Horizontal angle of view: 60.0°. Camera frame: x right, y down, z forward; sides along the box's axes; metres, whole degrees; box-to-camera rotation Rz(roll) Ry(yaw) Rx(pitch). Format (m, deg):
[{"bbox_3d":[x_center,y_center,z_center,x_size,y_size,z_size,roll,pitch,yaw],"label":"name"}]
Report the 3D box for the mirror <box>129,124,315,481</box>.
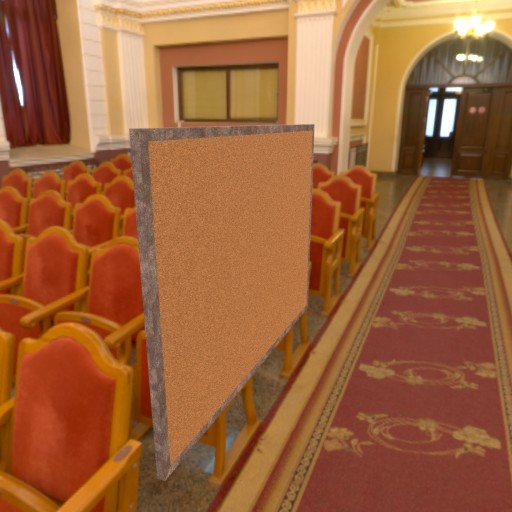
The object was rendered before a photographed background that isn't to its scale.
[{"bbox_3d":[0.000,0.000,1.409,0.022,0.795,1.101,7,18,23],"label":"mirror"}]
